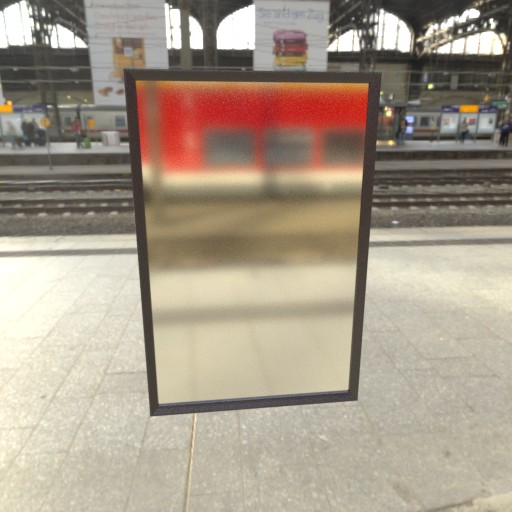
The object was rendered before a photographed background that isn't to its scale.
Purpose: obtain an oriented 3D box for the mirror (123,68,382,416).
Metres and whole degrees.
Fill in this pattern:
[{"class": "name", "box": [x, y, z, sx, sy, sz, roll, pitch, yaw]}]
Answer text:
[{"class": "mirror", "box": [0.000, 0.000, 1.183, 0.609, 0.915, 0.041, -2, 16, -7]}]
